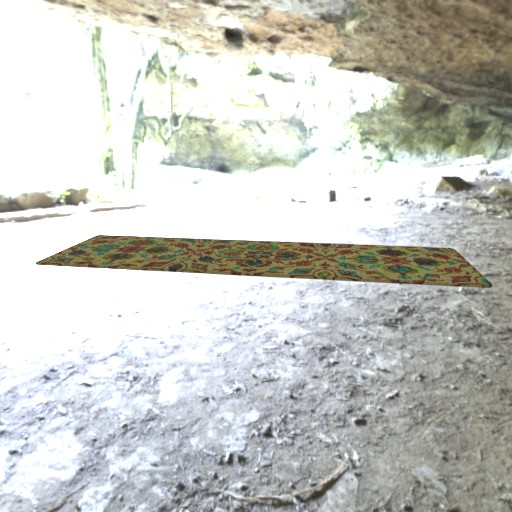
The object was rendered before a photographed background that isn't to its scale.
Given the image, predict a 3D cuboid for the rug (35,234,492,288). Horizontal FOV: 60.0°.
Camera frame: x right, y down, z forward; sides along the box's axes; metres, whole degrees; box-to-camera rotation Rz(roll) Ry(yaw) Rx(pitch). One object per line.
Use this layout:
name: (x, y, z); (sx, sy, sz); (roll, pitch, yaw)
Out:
rug: (0.000, 0.000, 2.485); (2.273, 0.016, 0.693); (2, 16, 9)
